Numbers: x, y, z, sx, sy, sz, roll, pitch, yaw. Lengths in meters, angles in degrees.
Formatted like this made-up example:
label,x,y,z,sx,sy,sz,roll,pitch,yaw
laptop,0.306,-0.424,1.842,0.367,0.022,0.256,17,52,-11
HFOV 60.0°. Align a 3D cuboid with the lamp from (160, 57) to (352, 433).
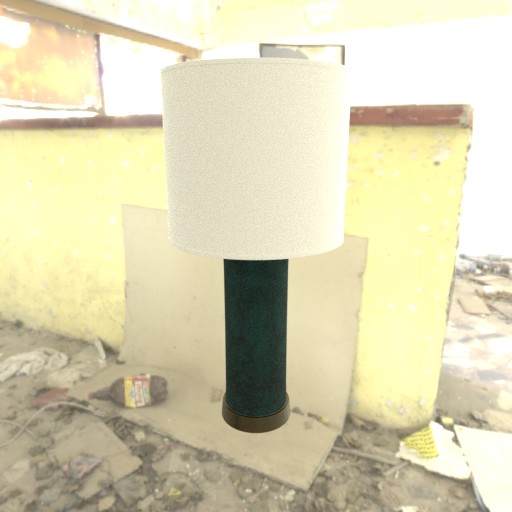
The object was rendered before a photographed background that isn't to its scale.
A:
label,x,y,z,sx,sy,sz,roll,pitch,yaw
lamp,0.000,0.000,0.785,0.301,0.630,0.301,-14,21,-42
